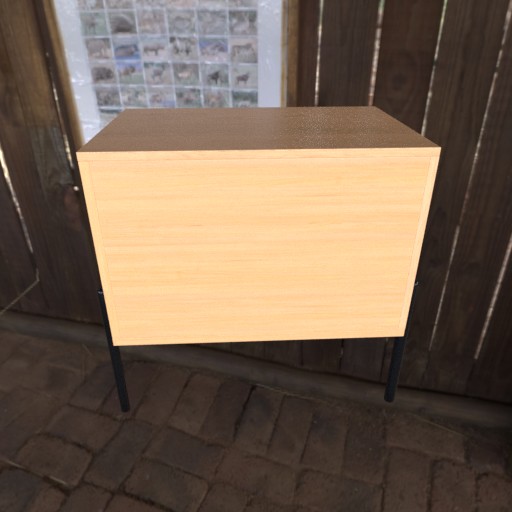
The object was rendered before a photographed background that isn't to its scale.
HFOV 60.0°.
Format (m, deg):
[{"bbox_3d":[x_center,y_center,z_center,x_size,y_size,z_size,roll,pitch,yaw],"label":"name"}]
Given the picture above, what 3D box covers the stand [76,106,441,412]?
[{"bbox_3d":[0.000,0.000,1.023,0.630,0.600,0.400,-1,28,-3],"label":"stand"}]
